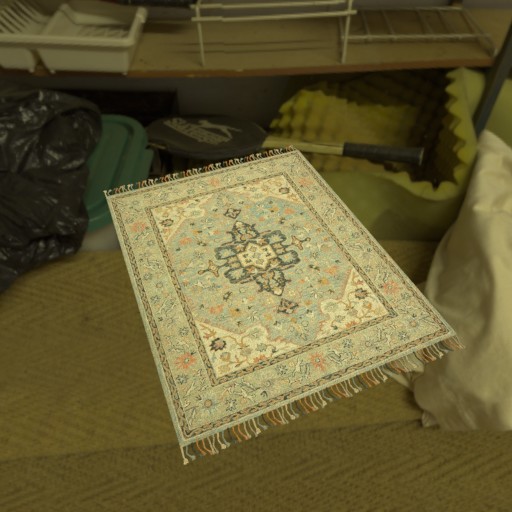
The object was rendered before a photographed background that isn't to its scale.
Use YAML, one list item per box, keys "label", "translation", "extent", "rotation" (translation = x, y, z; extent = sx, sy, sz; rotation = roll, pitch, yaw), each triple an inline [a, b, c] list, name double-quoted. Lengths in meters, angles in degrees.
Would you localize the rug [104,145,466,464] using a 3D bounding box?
- label: "rug"
  translation: [0.000, 0.000, 3.547]
  extent: [1.971, 0.010, 2.651]
  rotation: [-17, 49, -15]
